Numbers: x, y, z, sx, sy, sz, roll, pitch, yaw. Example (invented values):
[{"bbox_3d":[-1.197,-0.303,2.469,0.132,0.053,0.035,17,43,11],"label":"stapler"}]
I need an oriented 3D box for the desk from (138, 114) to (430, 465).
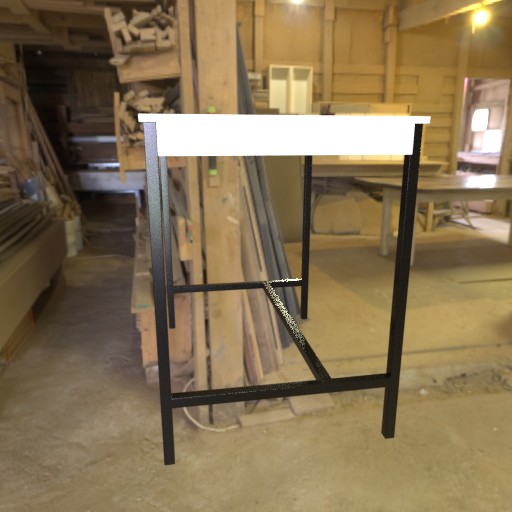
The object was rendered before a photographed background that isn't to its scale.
[{"bbox_3d":[0.000,0.000,1.330,0.573,0.766,0.811,-3,15,-10],"label":"desk"}]
